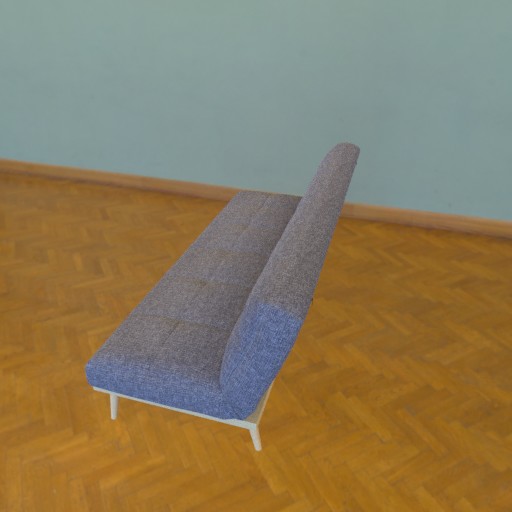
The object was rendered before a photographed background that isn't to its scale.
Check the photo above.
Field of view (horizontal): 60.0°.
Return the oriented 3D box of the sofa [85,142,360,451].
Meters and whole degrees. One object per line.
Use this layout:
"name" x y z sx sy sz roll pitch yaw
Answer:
"sofa" 0.000 0.000 2.275 0.820 0.770 1.820 9 31 14
